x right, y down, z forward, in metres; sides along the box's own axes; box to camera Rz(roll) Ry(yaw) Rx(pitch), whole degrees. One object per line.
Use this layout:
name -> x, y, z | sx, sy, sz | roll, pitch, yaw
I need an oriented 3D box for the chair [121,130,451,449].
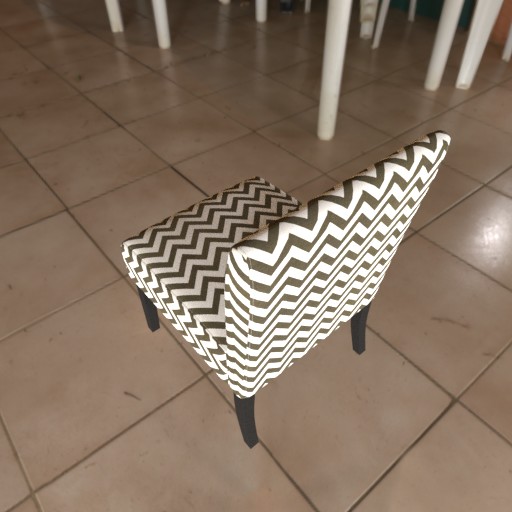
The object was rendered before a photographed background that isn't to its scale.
chair -> 0.000, 0.000, 1.281 | 0.589, 0.838, 0.648 | -31, 52, -28
